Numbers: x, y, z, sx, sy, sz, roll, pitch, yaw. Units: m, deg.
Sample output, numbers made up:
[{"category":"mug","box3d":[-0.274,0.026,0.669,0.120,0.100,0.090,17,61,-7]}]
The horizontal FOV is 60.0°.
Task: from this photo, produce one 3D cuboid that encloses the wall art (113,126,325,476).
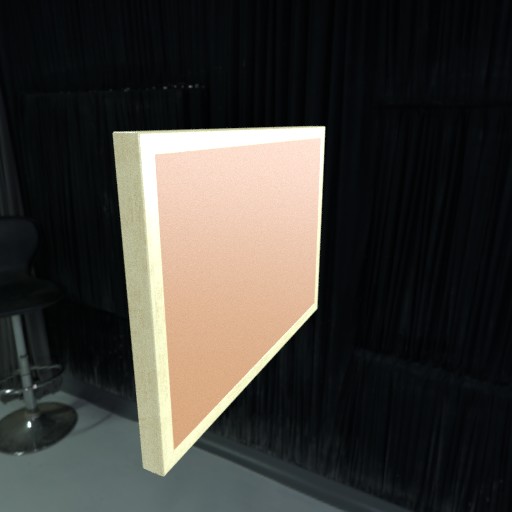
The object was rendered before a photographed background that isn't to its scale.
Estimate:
[{"category":"wall art","box3d":[0.000,0.000,0.687,0.032,0.381,0.533,8,19,25]}]
